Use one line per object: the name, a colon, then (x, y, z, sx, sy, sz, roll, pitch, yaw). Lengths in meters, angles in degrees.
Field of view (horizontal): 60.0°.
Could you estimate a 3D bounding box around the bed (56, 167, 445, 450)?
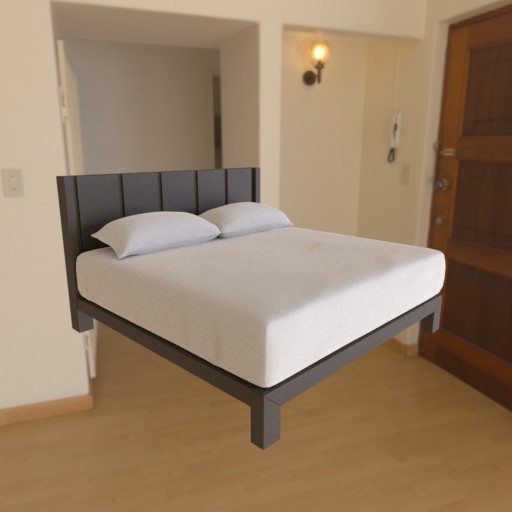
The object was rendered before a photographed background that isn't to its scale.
bed: (0.000, 0.000, 3.552, 2.238, 1.261, 2.143, 13, 19, 43)
